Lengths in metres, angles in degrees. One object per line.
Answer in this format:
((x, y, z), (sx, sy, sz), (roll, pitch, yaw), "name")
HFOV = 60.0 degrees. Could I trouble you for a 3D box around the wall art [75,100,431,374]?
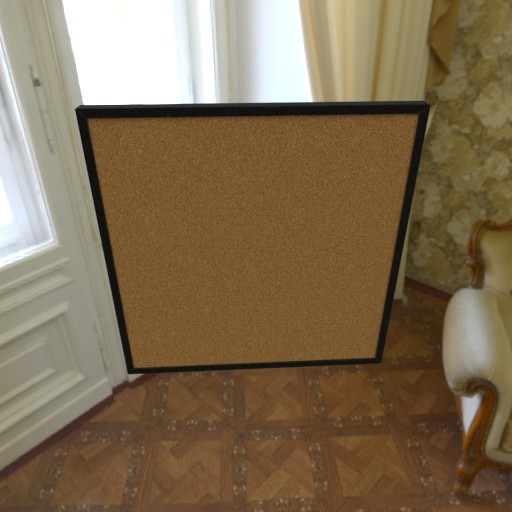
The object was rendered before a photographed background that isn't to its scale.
((0.000, 0.000, 1.153), (0.761, 0.761, 0.037), (-2, 30, -3), "wall art")
